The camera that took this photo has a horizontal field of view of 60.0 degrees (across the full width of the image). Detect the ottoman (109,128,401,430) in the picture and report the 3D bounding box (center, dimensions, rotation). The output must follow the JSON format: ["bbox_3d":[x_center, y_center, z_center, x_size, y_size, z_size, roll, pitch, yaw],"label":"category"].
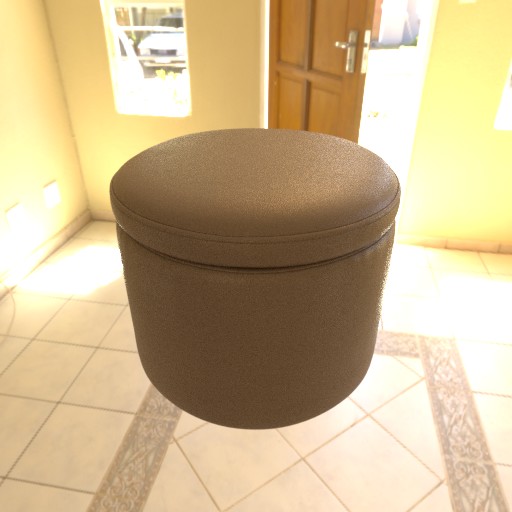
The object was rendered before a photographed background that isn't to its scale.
[{"bbox_3d":[0.000,0.000,0.864,0.500,0.409,0.500,0,31,0],"label":"ottoman"}]
